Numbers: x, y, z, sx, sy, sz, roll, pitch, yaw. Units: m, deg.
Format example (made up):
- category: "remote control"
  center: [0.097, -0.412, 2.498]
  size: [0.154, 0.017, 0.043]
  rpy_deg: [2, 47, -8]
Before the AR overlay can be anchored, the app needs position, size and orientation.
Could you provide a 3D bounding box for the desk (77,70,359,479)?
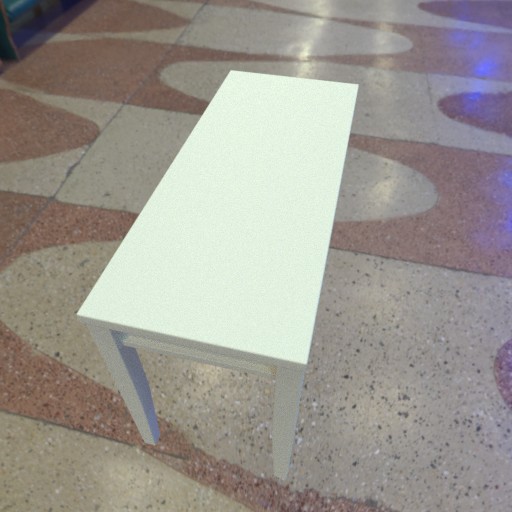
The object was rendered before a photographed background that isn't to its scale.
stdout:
- category: "desk"
  center: [0.000, 0.000, 1.607]
  size: [0.508, 0.775, 1.220]
  rpy_deg: [10, 48, 9]
